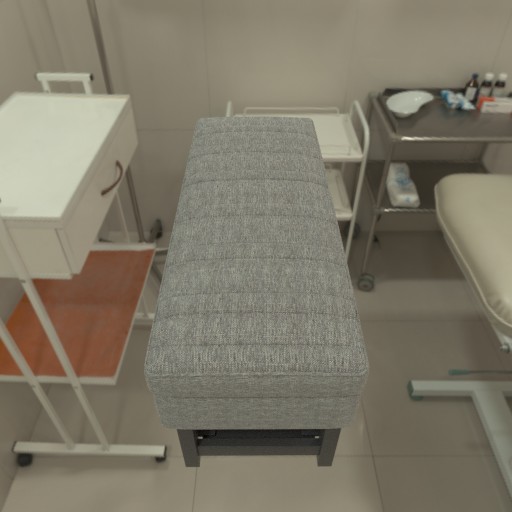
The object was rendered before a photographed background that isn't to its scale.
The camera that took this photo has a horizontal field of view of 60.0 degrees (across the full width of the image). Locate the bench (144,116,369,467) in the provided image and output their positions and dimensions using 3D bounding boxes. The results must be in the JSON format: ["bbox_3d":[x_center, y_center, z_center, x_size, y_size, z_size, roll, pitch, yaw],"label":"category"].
[{"bbox_3d":[0.000,0.000,1.327,0.429,0.470,1.100,0,42,0],"label":"bench"}]
